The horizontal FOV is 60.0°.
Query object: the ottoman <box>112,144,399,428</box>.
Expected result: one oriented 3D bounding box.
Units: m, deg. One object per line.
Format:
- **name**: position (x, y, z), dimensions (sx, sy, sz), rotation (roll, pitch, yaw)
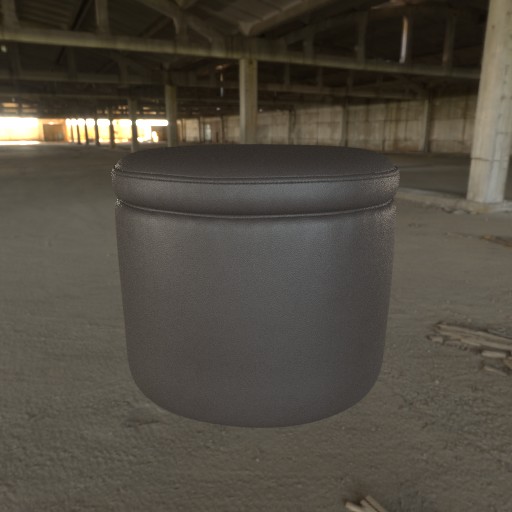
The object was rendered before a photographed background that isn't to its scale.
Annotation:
- **ottoman**: position (0.000, 0.000, 0.843), dimensions (0.500, 0.409, 0.500), rotation (0, 16, 0)
